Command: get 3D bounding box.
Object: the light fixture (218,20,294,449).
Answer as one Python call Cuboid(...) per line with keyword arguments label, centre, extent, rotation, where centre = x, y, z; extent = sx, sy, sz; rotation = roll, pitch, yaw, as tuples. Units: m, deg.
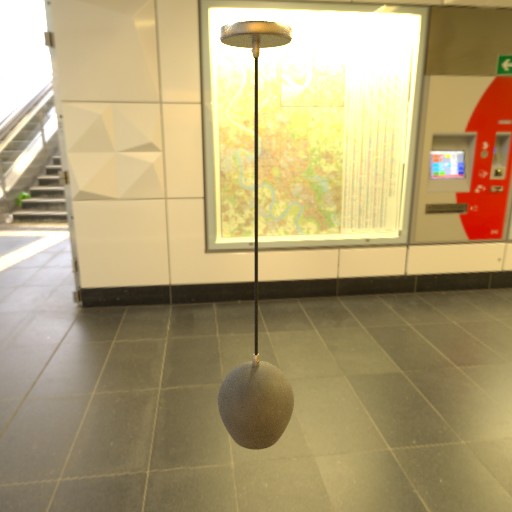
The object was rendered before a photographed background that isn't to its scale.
Cuboid(label="light fixture", centre=(0.000, 0.000, 0.817), extent=(0.153, 0.760, 0.153), rotation=(-8, 17, -26))
